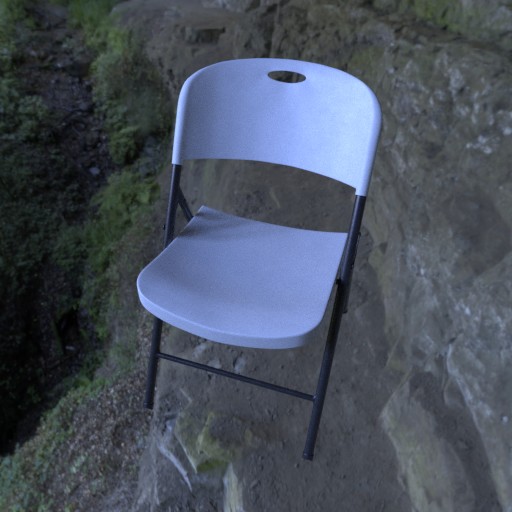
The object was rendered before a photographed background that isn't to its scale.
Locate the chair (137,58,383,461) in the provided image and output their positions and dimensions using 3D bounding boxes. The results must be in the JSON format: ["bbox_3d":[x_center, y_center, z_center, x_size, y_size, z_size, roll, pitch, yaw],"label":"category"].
[{"bbox_3d":[0.000,0.000,1.137,0.494,0.810,0.566,12,42,14],"label":"chair"}]
